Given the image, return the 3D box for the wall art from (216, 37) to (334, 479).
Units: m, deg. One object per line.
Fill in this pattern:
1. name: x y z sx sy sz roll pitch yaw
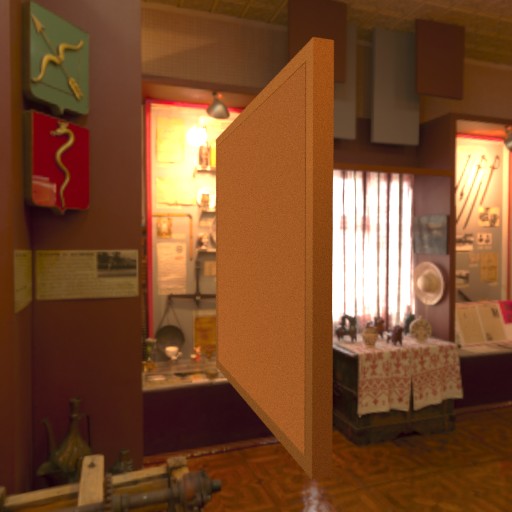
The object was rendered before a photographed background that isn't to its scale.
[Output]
1. wall art: 0.000 0.000 2.860 0.099 1.926 1.926 0 1 -18
